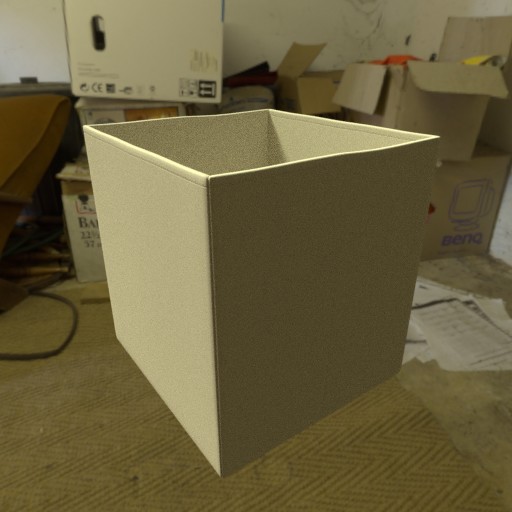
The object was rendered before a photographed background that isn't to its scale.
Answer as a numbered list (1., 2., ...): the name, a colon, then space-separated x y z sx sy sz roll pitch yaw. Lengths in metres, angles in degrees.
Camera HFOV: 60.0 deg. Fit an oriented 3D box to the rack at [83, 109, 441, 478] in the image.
1. rack: 0.000 0.000 0.505 0.270 0.280 0.270 -17 30 -32
